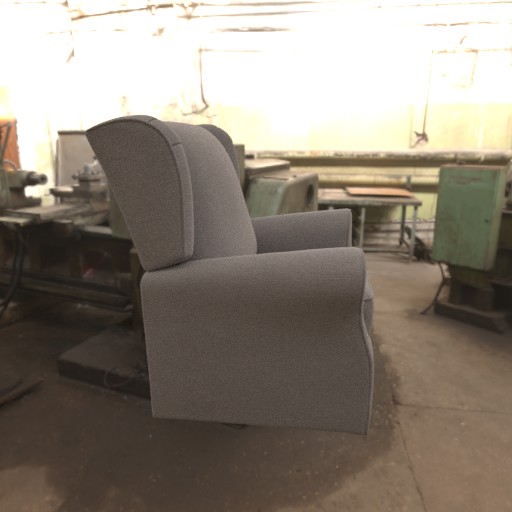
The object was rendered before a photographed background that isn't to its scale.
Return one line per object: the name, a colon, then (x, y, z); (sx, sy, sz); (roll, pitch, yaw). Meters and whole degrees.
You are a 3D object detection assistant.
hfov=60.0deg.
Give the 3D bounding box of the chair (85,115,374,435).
chair: (0.000, 0.000, 1.643); (0.854, 0.966, 0.906); (2, 15, 9)
